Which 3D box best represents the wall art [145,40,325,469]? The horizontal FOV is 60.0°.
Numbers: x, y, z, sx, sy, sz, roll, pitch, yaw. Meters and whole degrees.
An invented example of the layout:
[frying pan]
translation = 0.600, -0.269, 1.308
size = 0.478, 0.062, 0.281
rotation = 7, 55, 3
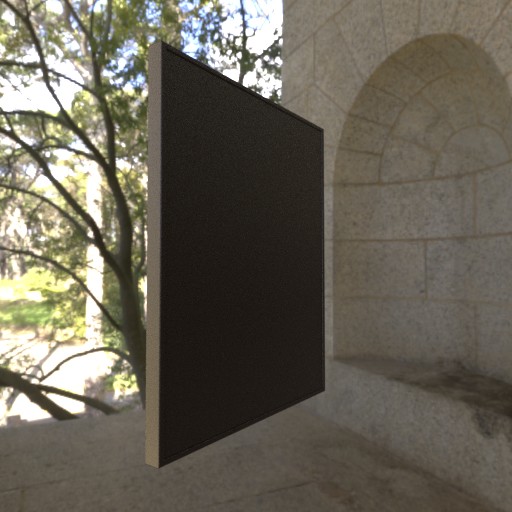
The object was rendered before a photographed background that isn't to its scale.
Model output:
[wall art]
translation = 0.000, 0.000, 0.758
size = 0.028, 0.551, 0.451
rotation = -1, -2, 36
